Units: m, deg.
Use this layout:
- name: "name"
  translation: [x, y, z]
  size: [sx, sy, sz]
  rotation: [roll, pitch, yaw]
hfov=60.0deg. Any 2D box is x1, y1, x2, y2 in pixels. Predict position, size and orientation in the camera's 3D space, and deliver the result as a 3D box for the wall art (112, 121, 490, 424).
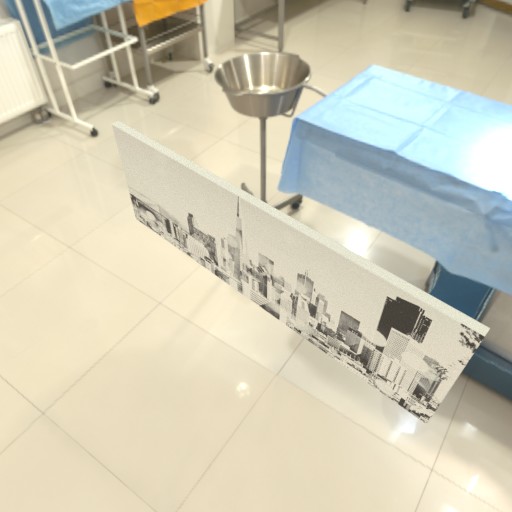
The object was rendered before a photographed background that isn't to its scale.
- name: "wall art"
  translation: [0.000, 0.000, 1.621]
  size: [1.520, 0.507, 0.039]
  rotation: [33, 54, 27]
